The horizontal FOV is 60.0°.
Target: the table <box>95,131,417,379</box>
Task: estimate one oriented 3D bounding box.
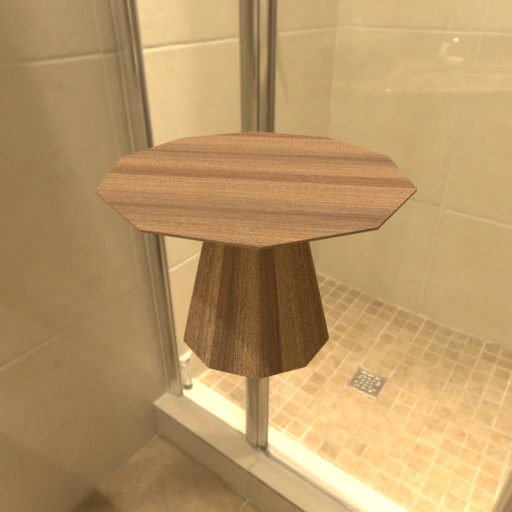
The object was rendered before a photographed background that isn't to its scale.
[{"bbox_3d":[0.000,0.000,1.900,1.186,0.752,1.186,0,30,0],"label":"table"}]
